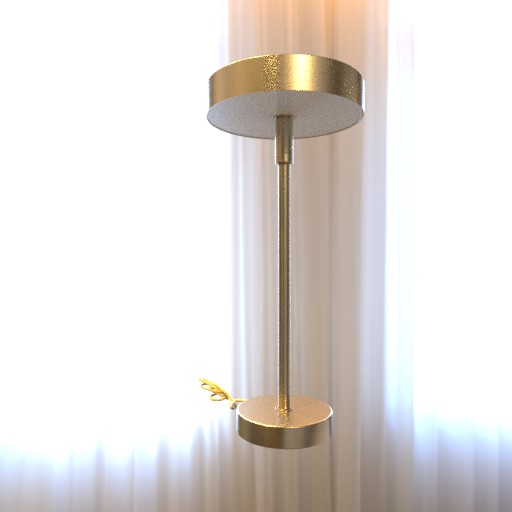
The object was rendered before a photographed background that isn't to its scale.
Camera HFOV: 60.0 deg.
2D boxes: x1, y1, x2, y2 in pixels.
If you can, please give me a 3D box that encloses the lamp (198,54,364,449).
[{"bbox_3d":[0.000,0.000,0.708,0.229,0.508,0.369,0,0,-36],"label":"lamp"}]
